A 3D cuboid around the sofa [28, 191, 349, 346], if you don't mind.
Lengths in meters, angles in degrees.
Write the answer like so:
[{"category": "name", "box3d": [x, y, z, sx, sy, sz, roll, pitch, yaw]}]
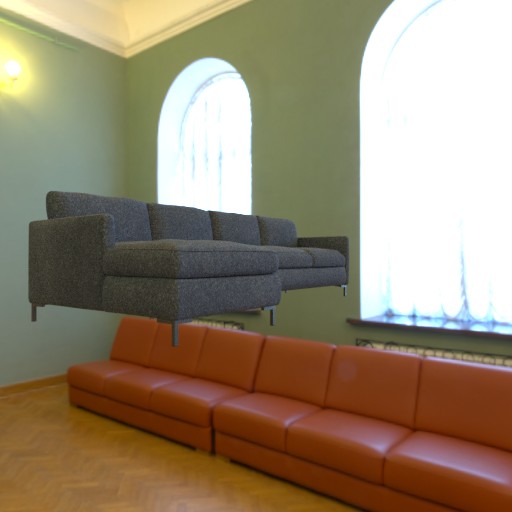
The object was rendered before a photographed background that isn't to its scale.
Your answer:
[{"category": "sofa", "box3d": [0.000, 0.000, 3.452, 1.350, 0.810, 2.932, 0, 0, 37]}]
